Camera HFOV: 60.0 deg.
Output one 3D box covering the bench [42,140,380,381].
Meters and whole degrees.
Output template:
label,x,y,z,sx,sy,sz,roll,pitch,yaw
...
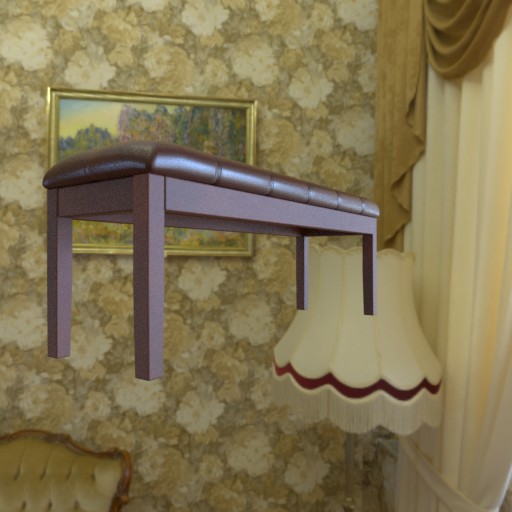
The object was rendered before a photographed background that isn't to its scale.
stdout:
label,x,y,z,sx,sy,sz,roll,pitch,yaw
bench,0.000,0.000,1.466,0.401,0.491,1.259,0,0,35
